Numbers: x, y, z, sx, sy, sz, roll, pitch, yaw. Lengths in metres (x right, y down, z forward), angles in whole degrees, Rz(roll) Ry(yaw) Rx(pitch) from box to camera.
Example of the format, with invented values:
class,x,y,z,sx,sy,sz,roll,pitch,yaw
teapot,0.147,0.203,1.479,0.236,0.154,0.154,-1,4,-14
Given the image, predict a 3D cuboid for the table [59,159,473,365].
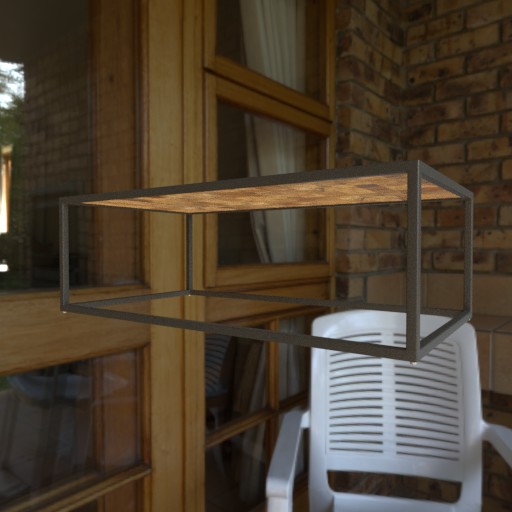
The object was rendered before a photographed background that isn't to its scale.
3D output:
class,x,y,z,sx,sy,sz,roll,pitch,yaw
table,0.000,0.000,1.457,1.199,0.398,0.649,1,2,34
